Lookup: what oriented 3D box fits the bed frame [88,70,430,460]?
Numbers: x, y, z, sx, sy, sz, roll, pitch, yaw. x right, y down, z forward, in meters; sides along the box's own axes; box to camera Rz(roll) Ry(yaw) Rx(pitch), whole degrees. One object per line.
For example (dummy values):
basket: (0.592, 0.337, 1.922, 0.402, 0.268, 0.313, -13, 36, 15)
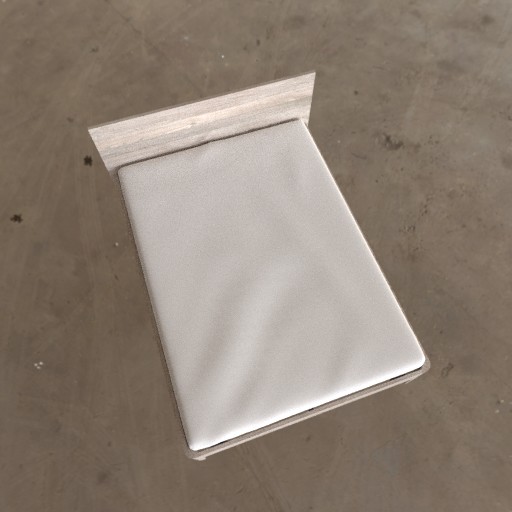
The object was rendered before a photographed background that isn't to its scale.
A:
bed frame: (0.000, 0.000, 2.754, 1.490, 0.800, 1.950, -17, 65, -8)
